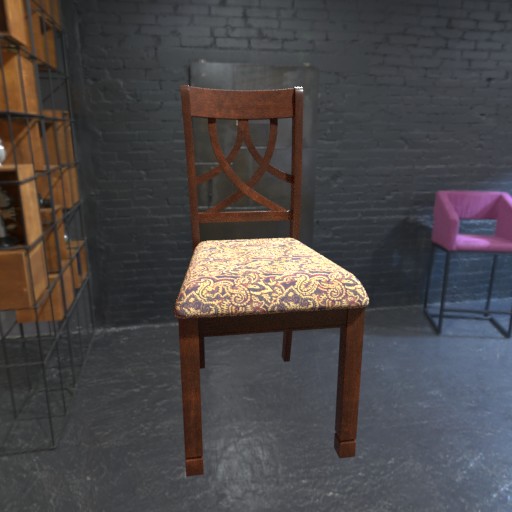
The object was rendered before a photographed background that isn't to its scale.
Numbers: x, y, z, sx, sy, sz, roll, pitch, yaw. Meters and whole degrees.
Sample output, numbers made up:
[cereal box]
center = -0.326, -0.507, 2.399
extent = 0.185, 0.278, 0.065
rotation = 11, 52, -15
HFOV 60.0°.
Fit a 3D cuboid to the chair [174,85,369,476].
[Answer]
[chair]
center = 0.000, 0.000, 1.267
extent = 0.457, 0.965, 0.584
rotation = -2, 15, -9
